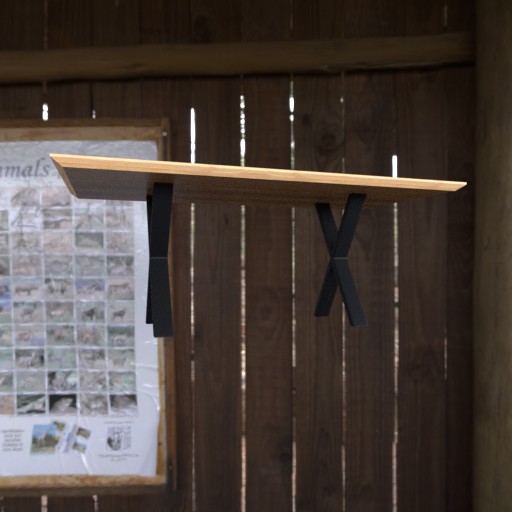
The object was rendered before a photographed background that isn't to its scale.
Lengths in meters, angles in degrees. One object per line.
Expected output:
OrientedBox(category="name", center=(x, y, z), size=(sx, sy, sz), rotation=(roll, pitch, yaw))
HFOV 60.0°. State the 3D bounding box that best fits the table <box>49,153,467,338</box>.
OrientedBox(category="table", center=(0.000, 0.000, 2.482), size=(2.000, 0.770, 1.000), rotation=(0, -1, -18))
